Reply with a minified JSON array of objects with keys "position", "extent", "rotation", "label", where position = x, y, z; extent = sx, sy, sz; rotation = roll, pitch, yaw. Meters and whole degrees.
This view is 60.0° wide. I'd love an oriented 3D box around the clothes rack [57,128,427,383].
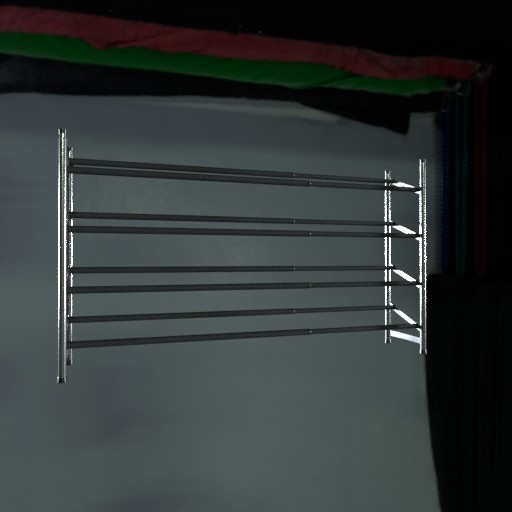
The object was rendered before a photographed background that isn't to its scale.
[{"position":[0.000,0.000,1.450],"extent":[1.168,0.672,0.229],"rotation":[0,0,-18],"label":"clothes rack"}]
